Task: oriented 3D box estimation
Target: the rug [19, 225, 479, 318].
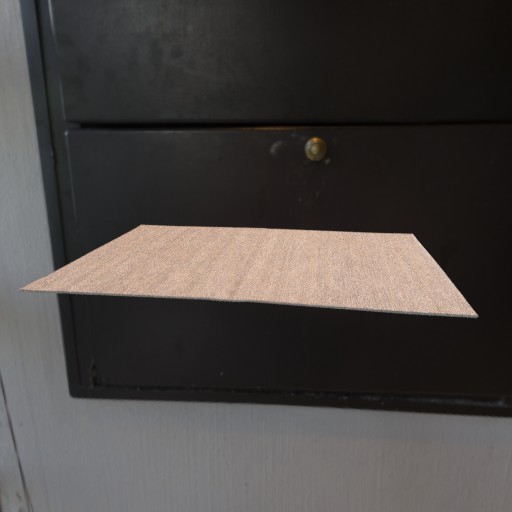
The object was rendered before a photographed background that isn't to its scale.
[{"bbox_3d":[0.000,0.000,2.899,2.264,0.030,1.624,2,16,9],"label":"rug"}]
